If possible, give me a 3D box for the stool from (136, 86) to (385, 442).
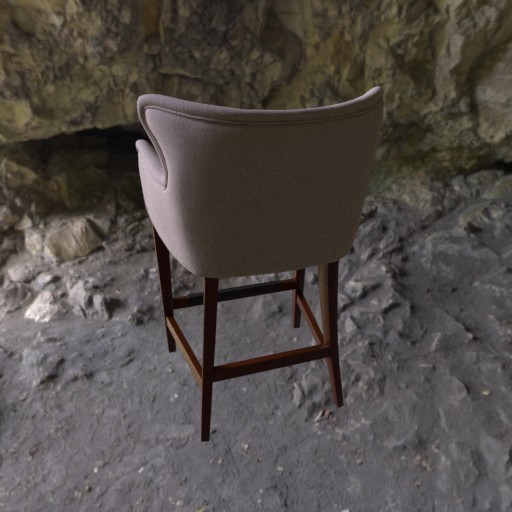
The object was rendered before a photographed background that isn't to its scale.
[{"bbox_3d":[0.000,0.000,1.318,0.601,0.951,0.570,-8,27,-16],"label":"stool"}]
